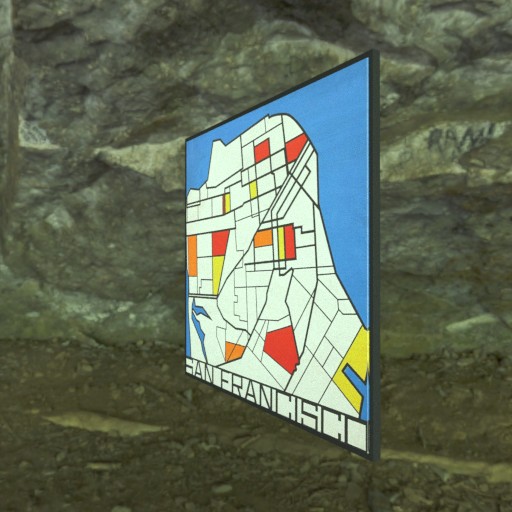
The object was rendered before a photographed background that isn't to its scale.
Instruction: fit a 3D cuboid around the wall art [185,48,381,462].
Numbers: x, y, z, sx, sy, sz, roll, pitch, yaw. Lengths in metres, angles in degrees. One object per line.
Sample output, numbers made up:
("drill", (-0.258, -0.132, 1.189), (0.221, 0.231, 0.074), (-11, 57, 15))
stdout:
("wall art", (0.000, 0.000, 0.678), (0.013, 0.457, 0.458), (0, 0, -36))
